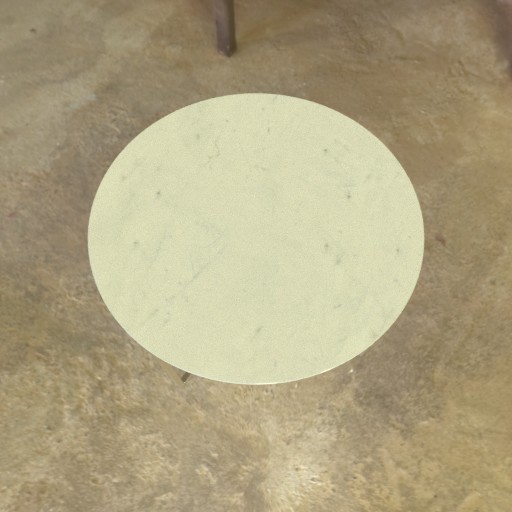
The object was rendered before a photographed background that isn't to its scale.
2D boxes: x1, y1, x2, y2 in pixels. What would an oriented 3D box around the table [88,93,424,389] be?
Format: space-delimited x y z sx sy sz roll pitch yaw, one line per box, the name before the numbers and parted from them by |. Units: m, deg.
table | 0.000 0.000 1.268 0.800 0.450 0.800 0 63 0
